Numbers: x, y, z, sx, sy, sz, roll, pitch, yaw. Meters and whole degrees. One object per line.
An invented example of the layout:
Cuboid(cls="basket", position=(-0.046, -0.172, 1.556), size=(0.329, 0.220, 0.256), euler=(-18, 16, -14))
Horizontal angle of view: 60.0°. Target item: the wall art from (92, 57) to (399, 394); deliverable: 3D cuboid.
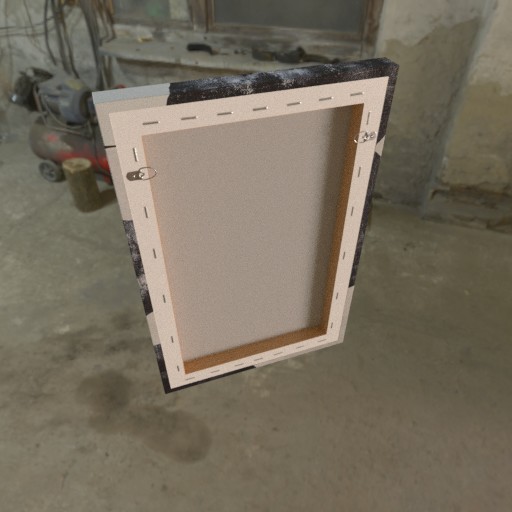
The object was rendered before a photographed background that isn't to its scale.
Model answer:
Cuboid(cls="wall art", position=(0.000, 0.000, 0.772), size=(0.407, 0.610, 0.039), euler=(-13, 43, -14))
